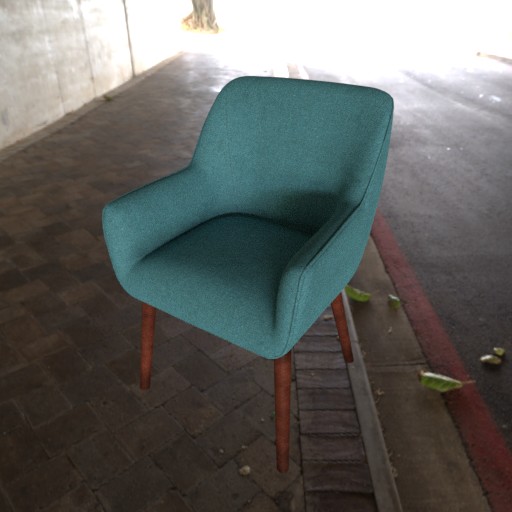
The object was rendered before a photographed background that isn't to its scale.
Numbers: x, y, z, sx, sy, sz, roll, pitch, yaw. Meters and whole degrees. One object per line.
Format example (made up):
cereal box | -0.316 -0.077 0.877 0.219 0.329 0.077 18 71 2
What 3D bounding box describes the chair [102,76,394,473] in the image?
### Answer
chair | 0.000 0.000 1.147 0.543 0.803 0.519 18 34 29
